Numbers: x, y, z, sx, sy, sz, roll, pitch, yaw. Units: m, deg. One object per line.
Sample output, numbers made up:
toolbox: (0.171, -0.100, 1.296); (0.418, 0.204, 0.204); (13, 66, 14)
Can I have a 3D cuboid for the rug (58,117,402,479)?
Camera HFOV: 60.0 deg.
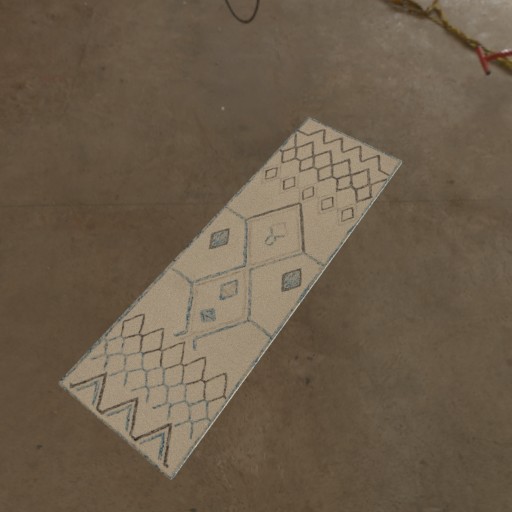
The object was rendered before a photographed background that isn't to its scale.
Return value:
rug: (0.000, 0.000, 2.678); (0.770, 0.013, 2.434); (31, 64, 18)
